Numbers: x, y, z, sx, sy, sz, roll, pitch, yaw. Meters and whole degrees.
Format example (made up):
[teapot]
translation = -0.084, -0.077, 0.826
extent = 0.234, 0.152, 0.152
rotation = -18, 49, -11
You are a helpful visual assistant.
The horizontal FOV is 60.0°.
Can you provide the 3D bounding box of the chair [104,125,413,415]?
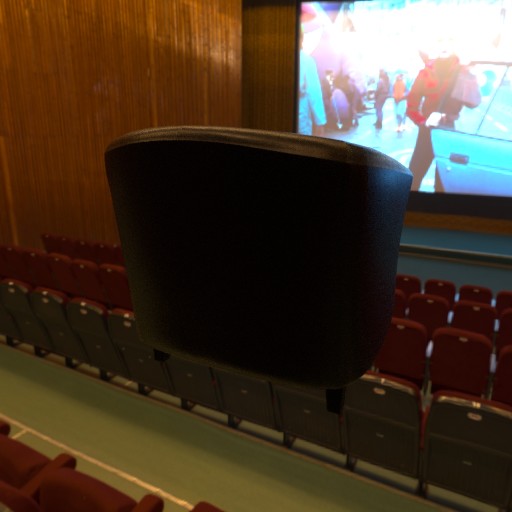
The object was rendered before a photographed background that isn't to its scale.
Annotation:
[chair]
translation = 0.000, 0.000, 1.361
extent = 0.793, 0.756, 0.727
rotation = 8, 17, 27
